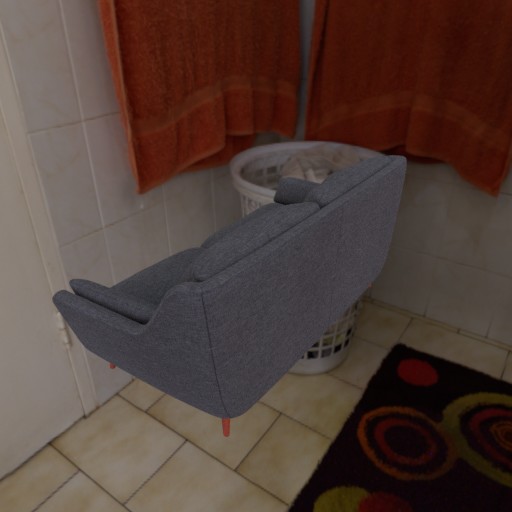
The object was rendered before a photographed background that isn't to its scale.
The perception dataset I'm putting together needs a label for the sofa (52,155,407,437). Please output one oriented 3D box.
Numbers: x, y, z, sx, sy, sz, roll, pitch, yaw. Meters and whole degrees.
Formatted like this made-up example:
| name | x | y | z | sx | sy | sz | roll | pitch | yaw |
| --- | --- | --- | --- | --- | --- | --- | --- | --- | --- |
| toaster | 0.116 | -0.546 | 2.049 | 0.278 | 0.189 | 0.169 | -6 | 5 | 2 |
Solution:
| name | x | y | z | sx | sy | sz | roll | pitch | yaw |
| --- | --- | --- | --- | --- | --- | --- | --- | --- | --- |
| sofa | 0.000 | 0.000 | 2.455 | 0.975 | 0.896 | 1.929 | 20 | 36 | 31 |
